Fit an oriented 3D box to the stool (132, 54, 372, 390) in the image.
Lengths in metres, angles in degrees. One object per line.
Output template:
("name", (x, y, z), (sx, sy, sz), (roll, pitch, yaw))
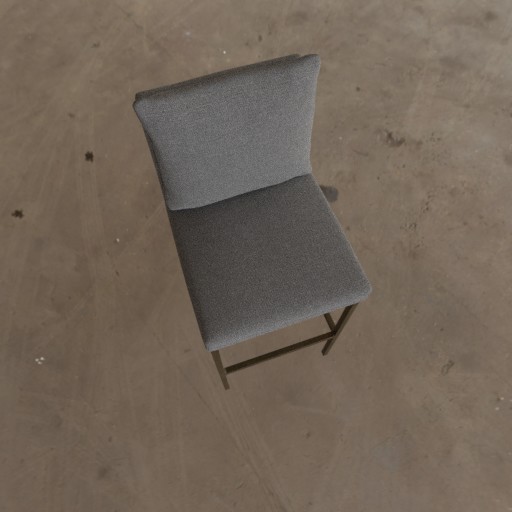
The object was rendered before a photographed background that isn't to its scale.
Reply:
("stool", (0.000, 0.000, 1.412), (0.463, 1.132, 0.569), (-17, 65, -8))
